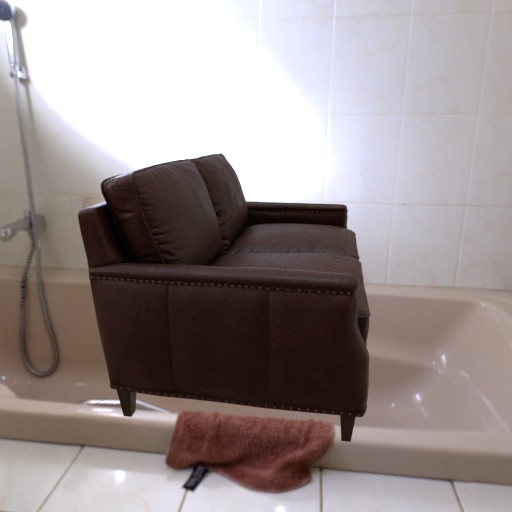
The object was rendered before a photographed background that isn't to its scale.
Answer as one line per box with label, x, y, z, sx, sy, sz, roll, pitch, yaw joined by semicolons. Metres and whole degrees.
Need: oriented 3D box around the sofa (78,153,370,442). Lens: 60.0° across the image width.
sofa;0.000;0.000;2.320;1.083;1.003;1.628;3;16;9
